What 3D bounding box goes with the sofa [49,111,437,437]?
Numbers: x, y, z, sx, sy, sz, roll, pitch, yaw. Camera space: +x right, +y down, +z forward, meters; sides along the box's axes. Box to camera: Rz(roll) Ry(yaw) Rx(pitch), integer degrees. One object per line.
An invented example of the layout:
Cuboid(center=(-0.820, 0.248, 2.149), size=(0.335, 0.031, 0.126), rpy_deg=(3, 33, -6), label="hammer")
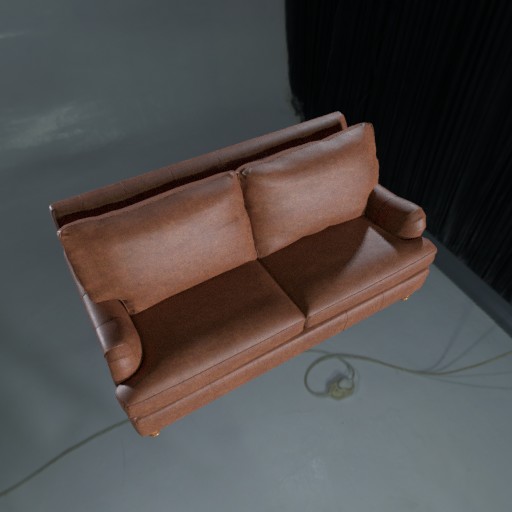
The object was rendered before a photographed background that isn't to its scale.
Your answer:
Cuboid(center=(0.000, 0.000, 2.814), size=(2.144, 1.071, 1.147), rpy_deg=(-23, 51, -20), label="sofa")
